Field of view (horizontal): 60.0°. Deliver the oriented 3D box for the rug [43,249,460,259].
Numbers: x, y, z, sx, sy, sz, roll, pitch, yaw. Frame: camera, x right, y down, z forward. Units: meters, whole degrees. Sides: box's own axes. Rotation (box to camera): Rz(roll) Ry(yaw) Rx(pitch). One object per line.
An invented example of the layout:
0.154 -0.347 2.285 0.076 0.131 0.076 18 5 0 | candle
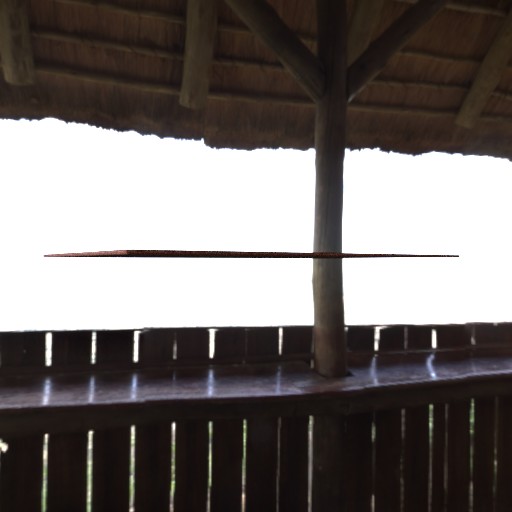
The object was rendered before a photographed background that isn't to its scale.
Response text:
0.000 0.000 2.329 1.829 0.016 1.219 1 -1 -36 | rug
